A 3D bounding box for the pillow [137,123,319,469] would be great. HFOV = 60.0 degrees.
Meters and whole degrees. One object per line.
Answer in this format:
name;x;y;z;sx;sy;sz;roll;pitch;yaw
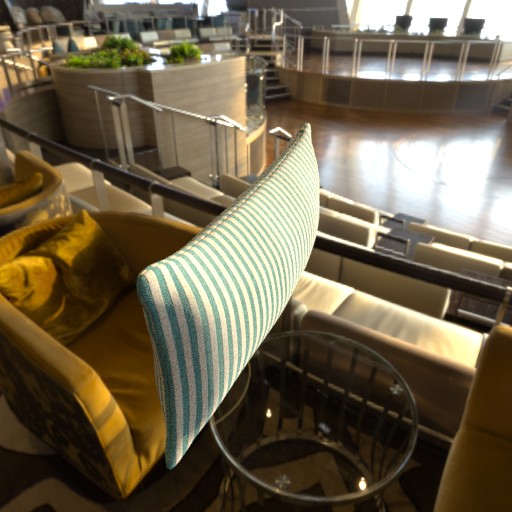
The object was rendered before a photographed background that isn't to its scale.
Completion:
pillow;0.000;0.000;0.734;0.151;0.295;0.617;11;32;18
